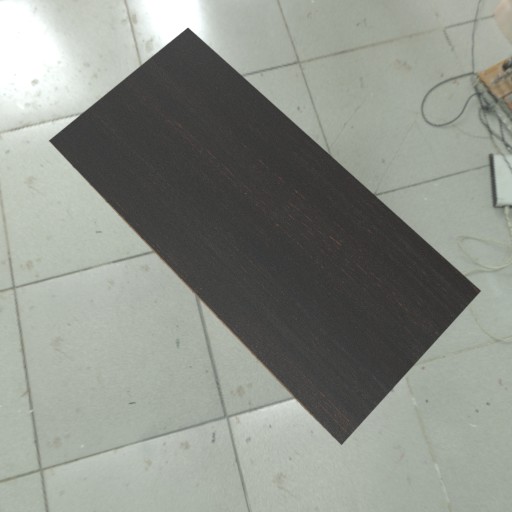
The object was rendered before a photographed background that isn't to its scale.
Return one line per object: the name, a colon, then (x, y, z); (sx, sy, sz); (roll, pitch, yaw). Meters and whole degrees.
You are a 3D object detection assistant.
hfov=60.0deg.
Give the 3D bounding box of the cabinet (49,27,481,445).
cabinet: (0.000, 0.000, 1.431); (0.451, 0.860, 0.950); (-44, 80, -9)
